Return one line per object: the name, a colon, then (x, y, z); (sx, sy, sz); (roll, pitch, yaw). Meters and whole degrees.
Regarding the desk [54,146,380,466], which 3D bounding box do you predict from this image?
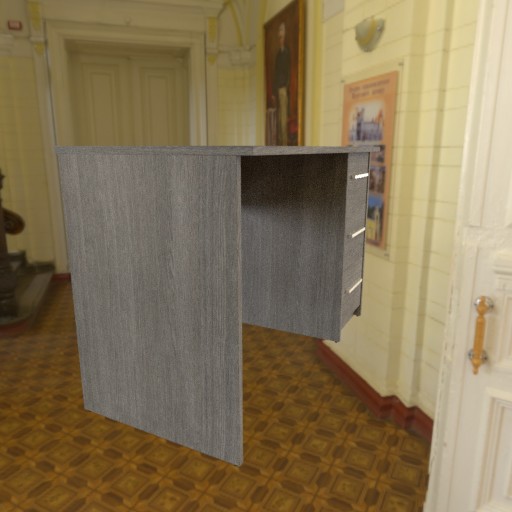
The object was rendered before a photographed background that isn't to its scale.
desk: (0.000, 0.000, 1.534); (0.560, 0.735, 1.097); (7, 15, 27)
